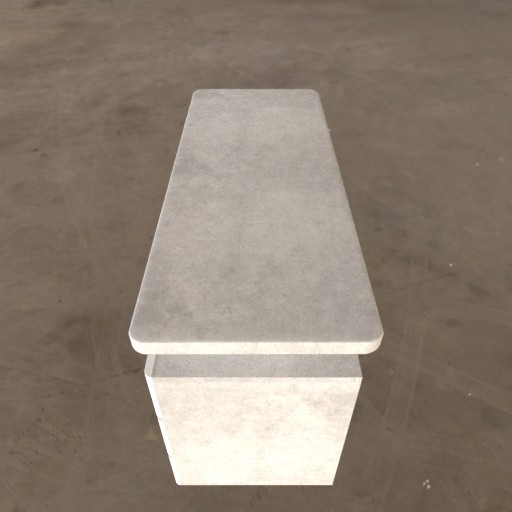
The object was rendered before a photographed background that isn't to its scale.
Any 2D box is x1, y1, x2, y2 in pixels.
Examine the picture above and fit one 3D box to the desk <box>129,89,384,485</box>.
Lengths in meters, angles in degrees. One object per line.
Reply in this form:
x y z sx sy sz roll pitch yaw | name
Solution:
0.000 0.000 1.702 0.550 0.755 1.400 0 42 0 | desk
